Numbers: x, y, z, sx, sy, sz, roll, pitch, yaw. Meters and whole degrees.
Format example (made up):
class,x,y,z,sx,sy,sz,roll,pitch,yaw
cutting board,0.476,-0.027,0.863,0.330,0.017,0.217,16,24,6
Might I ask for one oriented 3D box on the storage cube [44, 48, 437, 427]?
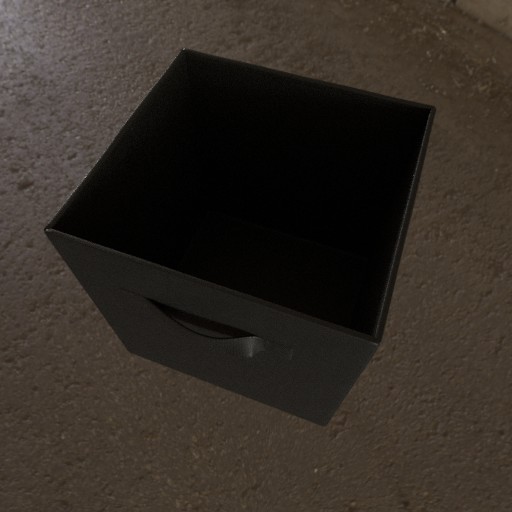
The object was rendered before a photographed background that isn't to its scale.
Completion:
class,x,y,z,sx,sy,sz,roll,pitch,yaw
storage cube,0.000,0.000,0.494,0.270,0.280,0.270,18,60,11
